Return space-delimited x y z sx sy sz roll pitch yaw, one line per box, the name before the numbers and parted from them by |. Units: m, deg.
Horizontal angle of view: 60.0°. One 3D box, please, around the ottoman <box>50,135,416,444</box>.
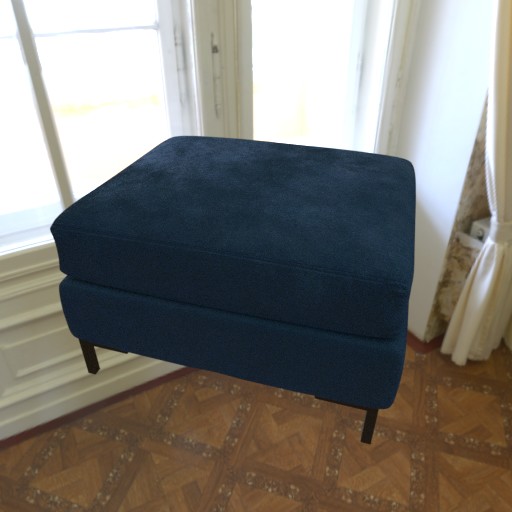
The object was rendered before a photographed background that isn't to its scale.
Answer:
ottoman | 0.000 0.000 1.194 0.794 0.485 0.655 9 34 14
